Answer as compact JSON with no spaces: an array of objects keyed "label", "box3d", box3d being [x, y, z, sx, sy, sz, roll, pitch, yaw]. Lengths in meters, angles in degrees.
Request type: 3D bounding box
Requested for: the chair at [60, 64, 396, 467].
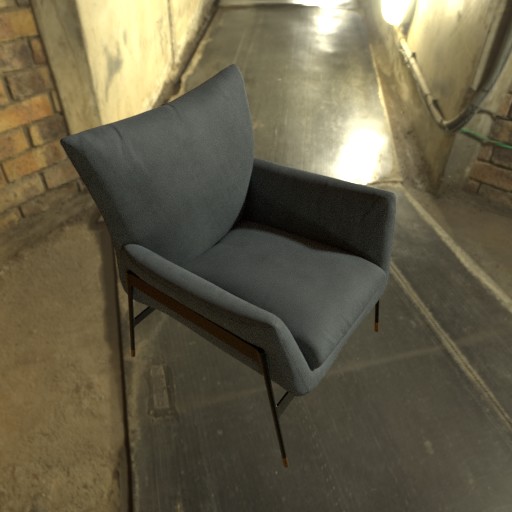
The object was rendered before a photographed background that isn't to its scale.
[{"label":"chair","box3d":[0.000,0.000,1.377,0.709,0.858,0.678,26,47,26]}]
